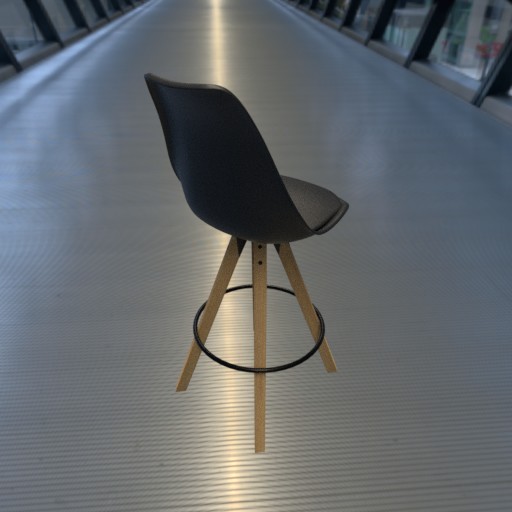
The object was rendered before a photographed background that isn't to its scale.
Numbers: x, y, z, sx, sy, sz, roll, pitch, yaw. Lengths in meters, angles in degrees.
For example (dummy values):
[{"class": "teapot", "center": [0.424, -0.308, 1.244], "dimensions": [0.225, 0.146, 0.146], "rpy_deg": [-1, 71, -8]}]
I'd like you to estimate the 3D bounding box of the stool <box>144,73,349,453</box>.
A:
[{"class": "stool", "center": [0.000, 0.000, 1.382], "dimensions": [0.485, 1.115, 0.550], "rpy_deg": [24, 39, 33]}]
